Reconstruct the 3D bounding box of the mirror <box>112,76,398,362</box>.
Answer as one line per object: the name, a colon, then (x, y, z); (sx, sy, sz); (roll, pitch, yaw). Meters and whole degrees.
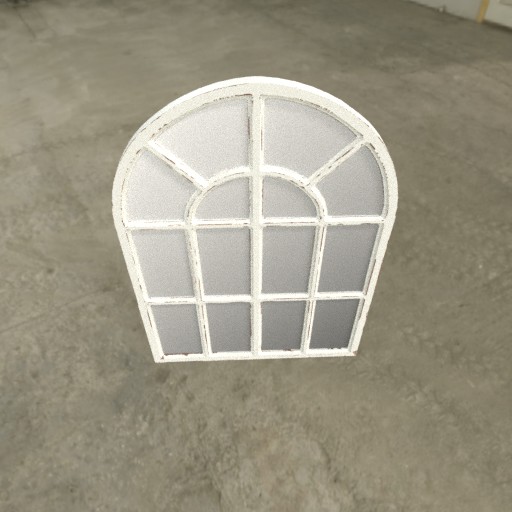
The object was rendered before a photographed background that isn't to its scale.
mirror: (0.000, 0.000, 1.143); (0.660, 0.920, 0.032); (-2, 45, -2)
